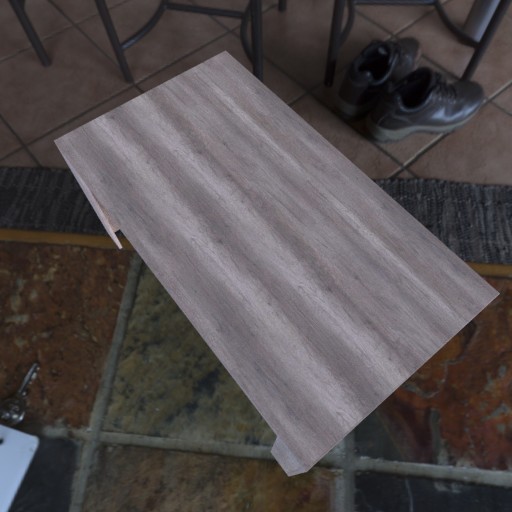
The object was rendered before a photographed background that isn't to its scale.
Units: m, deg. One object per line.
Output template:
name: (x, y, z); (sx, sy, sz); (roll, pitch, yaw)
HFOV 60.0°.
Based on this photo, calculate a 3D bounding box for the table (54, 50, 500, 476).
table: (0.000, 0.000, 2.048); (0.900, 0.775, 1.600); (-35, 68, -17)
